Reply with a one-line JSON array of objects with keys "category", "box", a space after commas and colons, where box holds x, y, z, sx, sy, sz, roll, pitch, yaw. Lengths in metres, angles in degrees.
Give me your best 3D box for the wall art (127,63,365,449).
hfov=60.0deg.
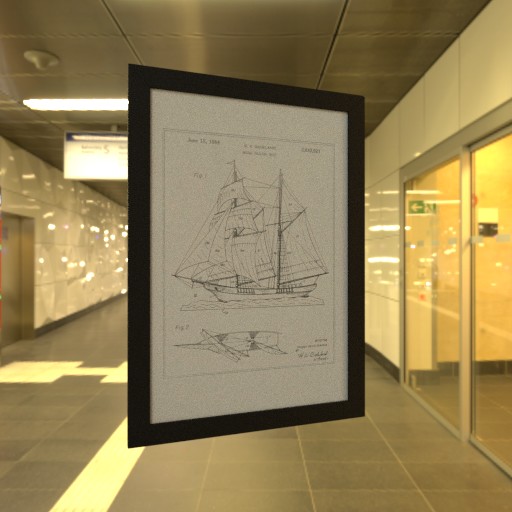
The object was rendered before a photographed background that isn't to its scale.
[{"category": "wall art", "box": [0.000, 0.000, 0.586, 0.326, 0.459, 0.011, 0, 0, -19]}]
